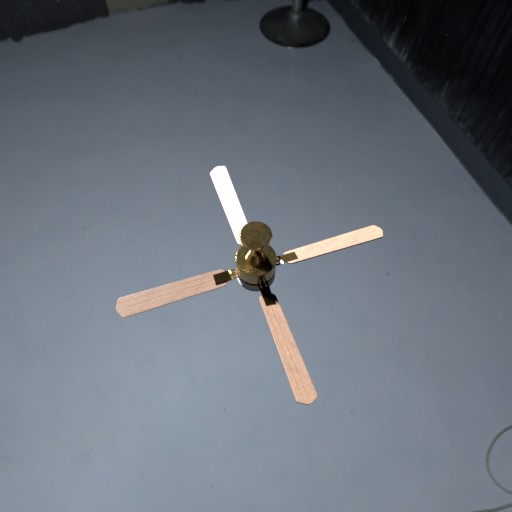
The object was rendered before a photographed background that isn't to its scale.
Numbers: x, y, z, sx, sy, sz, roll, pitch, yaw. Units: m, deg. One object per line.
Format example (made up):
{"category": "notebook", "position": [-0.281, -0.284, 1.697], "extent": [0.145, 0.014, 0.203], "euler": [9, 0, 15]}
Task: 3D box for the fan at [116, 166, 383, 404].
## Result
{"category": "fan", "position": [0.000, 0.000, 1.998], "extent": [1.320, 0.355, 1.320], "euler": [-16, 61, -9]}
